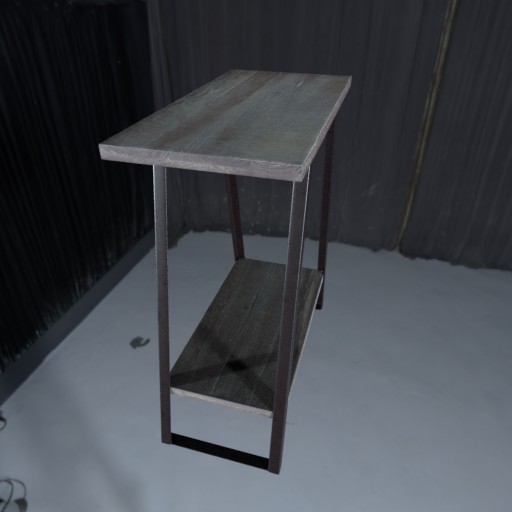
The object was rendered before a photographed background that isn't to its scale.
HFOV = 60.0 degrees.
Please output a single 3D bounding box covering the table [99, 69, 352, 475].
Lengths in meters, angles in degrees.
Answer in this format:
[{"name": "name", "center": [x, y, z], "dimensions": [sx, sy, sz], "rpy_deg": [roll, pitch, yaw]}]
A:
[{"name": "table", "center": [0.000, 0.000, 1.035], "dimensions": [0.300, 0.701, 0.599], "rpy_deg": [9, 34, 14]}]
